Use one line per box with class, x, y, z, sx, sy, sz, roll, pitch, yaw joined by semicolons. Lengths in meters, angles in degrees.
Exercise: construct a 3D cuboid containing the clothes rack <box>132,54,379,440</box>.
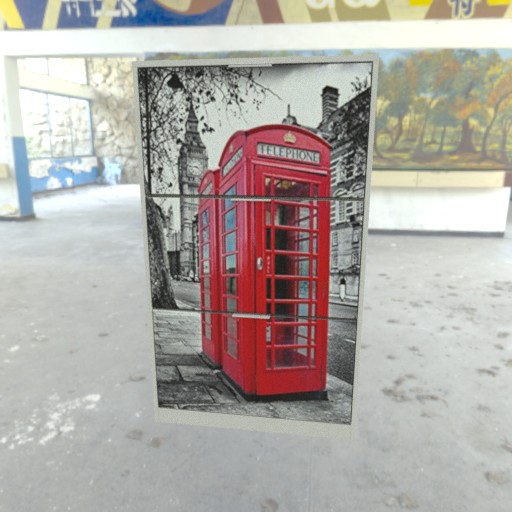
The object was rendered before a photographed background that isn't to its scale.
clothes rack;0.000;0.000;1.591;0.750;1.280;0.250;2;14;8
